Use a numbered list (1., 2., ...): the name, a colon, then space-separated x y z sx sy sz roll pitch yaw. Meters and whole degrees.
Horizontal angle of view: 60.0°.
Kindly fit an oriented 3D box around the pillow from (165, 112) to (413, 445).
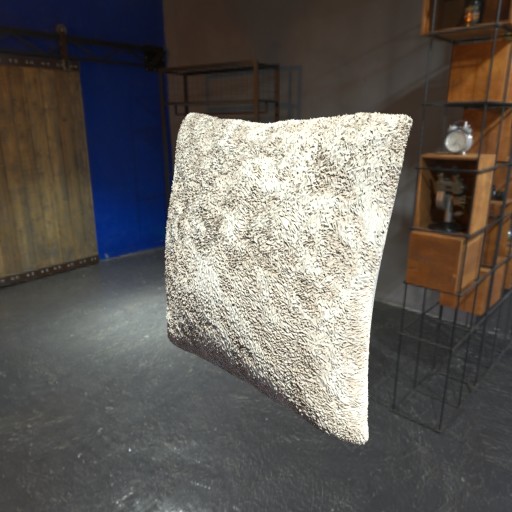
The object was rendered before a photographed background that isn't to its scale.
1. pillow: 0.000 0.000 0.818 0.529 0.515 0.218 16 23 43
